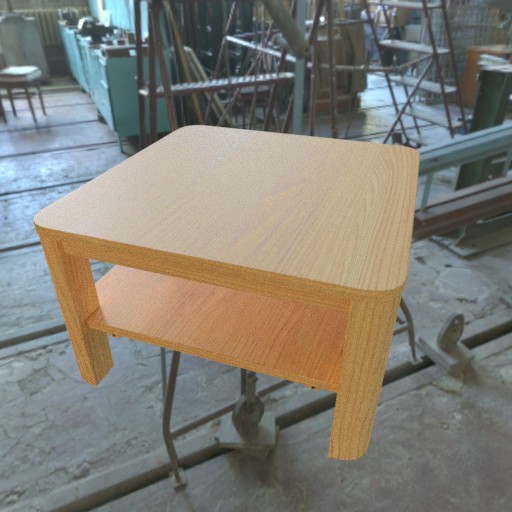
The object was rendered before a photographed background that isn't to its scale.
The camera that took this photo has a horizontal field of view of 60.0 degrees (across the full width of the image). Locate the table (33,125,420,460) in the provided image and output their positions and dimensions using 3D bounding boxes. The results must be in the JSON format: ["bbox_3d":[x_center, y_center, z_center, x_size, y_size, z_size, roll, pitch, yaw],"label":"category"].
[{"bbox_3d":[0.000,0.000,1.207,0.750,0.450,0.750,11,34,16],"label":"table"}]
